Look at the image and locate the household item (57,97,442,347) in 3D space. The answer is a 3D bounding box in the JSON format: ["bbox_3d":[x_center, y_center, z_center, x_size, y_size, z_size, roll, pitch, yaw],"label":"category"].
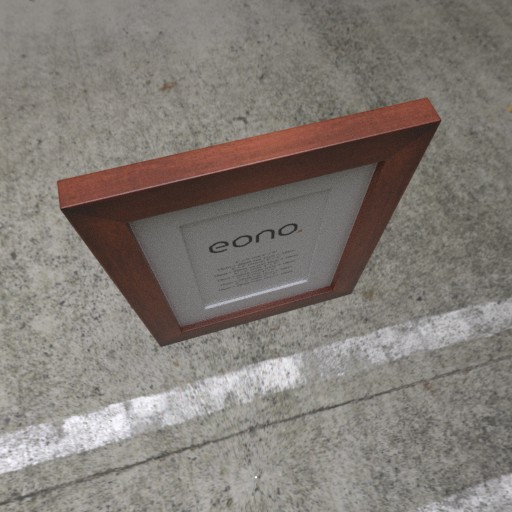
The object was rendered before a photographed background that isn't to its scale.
[{"bbox_3d":[0.000,0.000,0.339,0.200,0.250,0.020,-15,64,-7],"label":"household item"}]
